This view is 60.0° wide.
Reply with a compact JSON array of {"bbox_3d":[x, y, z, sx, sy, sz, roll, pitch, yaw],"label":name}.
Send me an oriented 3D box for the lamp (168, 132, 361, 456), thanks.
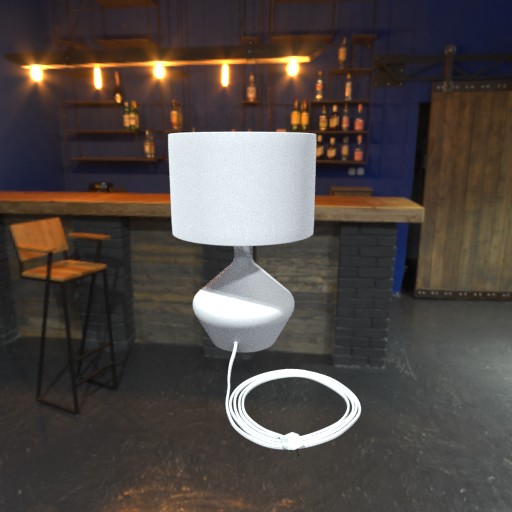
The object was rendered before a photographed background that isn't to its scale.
[{"bbox_3d":[0.000,0.000,0.851,0.401,0.457,0.546,2,14,9],"label":"lamp"}]
